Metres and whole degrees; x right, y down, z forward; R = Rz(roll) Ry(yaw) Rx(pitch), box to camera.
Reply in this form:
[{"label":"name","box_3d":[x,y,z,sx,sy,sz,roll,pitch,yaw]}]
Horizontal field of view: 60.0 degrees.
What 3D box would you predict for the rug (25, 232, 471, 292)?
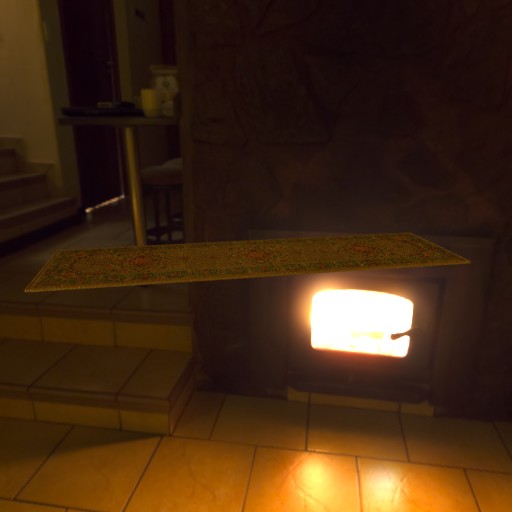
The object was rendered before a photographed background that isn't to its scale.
[{"label":"rug","box_3d":[0.000,0.000,2.549,2.297,0.019,0.659,-3,18,-10]}]
